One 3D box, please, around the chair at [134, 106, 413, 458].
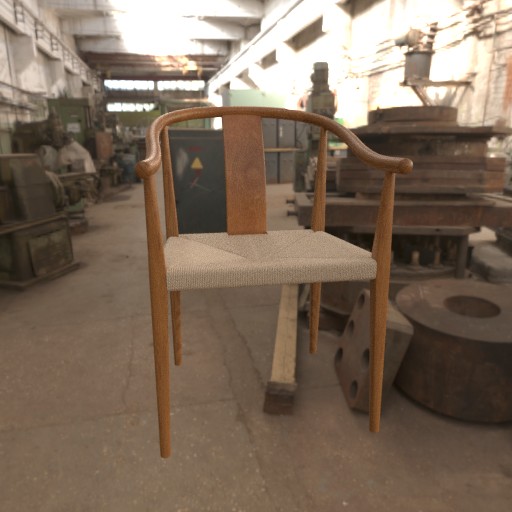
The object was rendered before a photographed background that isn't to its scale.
[{"bbox_3d":[0.000,0.000,1.202,0.556,0.800,0.579,-3,16,-10],"label":"chair"}]
